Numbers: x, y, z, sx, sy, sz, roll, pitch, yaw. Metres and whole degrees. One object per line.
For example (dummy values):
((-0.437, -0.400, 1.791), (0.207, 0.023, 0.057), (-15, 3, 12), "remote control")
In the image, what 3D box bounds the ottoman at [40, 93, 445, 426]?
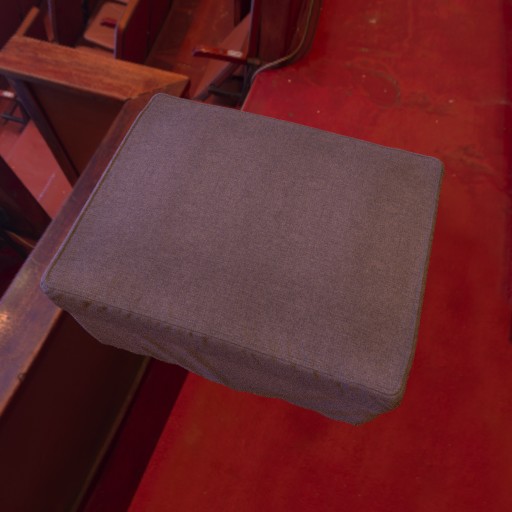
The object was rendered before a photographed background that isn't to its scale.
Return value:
((0.000, 0.000, 1.228), (0.833, 0.492, 0.652), (16, 64, 8), "ottoman")
